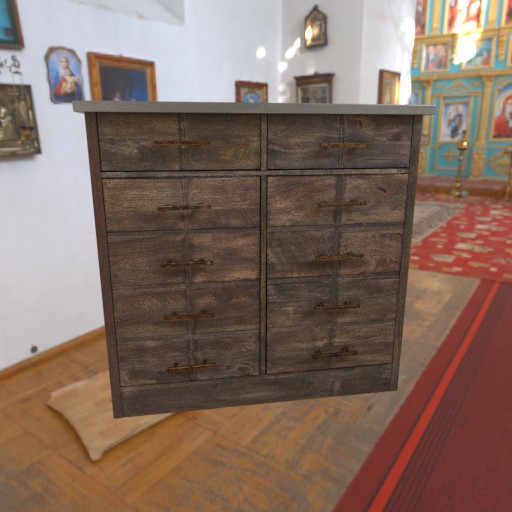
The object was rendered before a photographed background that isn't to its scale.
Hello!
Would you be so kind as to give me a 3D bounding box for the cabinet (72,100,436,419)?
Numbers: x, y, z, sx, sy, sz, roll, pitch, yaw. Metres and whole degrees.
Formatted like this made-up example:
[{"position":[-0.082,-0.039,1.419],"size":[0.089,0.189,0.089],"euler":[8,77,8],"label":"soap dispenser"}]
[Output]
[{"position":[0.000,0.000,1.436],"size":[0.968,0.919,0.338],"euler":[-3,15,-9],"label":"cabinet"}]
